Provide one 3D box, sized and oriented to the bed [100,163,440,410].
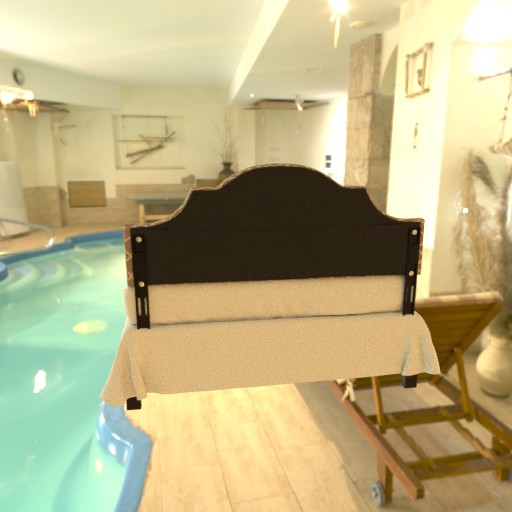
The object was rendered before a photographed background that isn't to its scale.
[{"bbox_3d":[0.000,0.000,3.846,2.314,1.601,2.222,-2,13,-8],"label":"bed"}]
